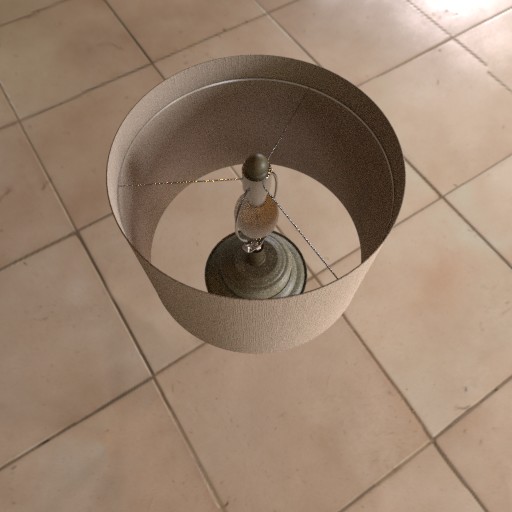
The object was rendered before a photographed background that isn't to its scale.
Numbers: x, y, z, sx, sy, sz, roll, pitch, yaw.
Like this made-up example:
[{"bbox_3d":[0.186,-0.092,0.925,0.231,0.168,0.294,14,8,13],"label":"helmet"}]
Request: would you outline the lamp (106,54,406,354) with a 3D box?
[{"bbox_3d":[0.000,0.000,0.691,0.318,0.486,0.318,0,65,0],"label":"lamp"}]
